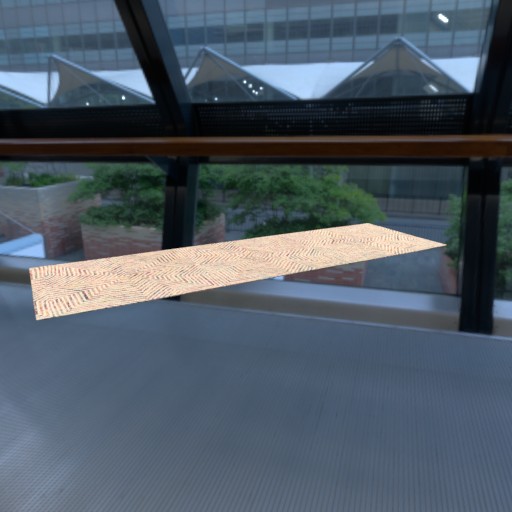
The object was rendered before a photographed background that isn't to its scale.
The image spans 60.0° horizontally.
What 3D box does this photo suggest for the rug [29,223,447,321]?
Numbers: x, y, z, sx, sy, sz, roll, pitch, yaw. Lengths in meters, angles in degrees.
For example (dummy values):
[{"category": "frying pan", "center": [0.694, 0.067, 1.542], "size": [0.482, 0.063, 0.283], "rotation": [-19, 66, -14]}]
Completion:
[{"category": "rug", "center": [0.000, 0.000, 2.682], "size": [2.443, 0.009, 0.771], "rotation": [-9, 19, -27]}]
